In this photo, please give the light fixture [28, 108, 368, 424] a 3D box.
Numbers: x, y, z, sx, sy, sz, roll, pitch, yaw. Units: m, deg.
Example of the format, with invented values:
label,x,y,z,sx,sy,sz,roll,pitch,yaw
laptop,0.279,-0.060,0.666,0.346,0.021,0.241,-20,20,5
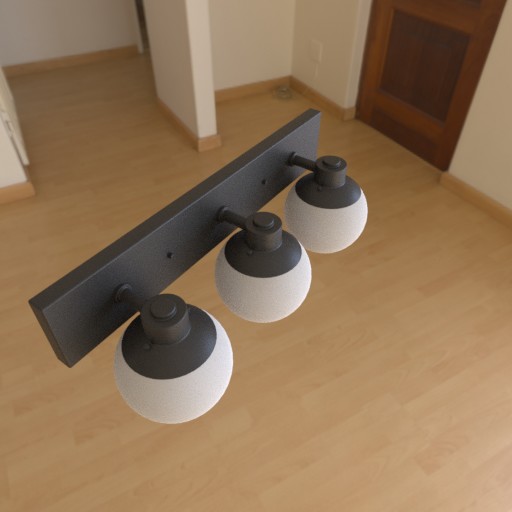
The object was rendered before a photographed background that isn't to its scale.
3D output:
label,x,y,z,sx,sy,sz,roll,pitch,yaw
light fixture,0.000,0.000,0.836,0.218,0.263,0.721,26,49,26
